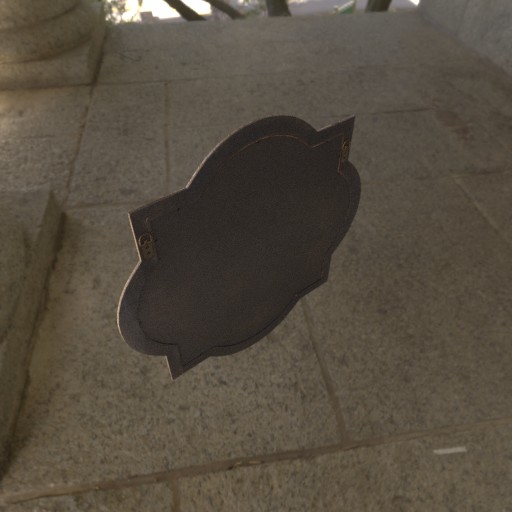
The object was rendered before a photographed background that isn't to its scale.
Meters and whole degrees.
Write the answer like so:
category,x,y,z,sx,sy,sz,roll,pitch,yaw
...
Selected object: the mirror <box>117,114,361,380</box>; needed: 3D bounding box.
category,x,y,z,sx,sy,sz,roll,pitch,yaw
mirror,0.000,0.000,1.053,0.686,0.686,0.019,-29,52,-26
